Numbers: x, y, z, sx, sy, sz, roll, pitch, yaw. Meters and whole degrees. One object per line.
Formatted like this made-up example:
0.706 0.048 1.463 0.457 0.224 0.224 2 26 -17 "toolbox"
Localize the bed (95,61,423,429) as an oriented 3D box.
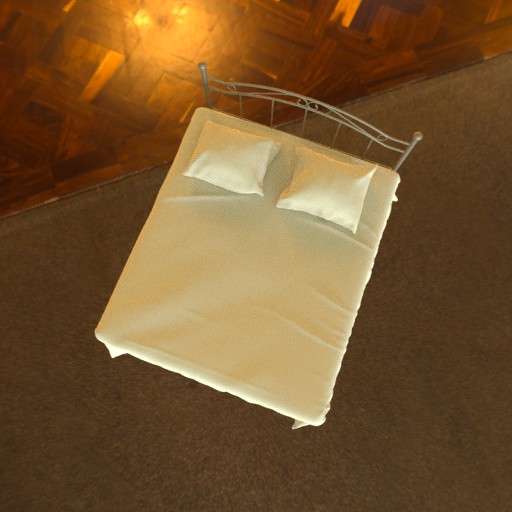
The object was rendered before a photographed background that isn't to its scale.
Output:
0.000 0.000 3.341 1.936 1.080 2.215 20 77 5 "bed"
